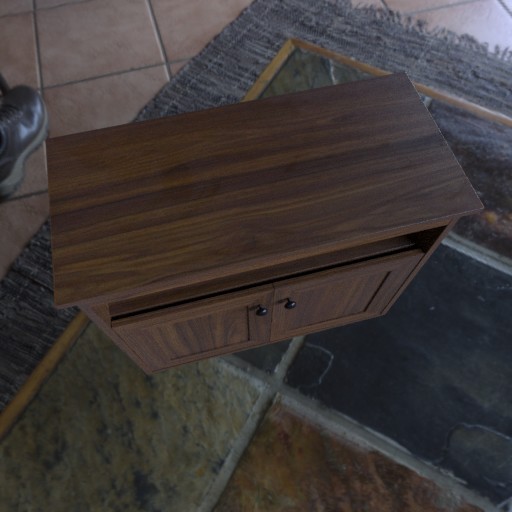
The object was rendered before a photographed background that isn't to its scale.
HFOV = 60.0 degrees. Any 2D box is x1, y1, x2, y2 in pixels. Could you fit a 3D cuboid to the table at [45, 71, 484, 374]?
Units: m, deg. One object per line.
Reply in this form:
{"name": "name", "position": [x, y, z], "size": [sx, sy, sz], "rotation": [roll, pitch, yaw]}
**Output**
{"name": "table", "position": [0.000, 0.000, 1.203], "size": [0.802, 0.725, 0.390], "rotation": [-13, 64, -6]}
